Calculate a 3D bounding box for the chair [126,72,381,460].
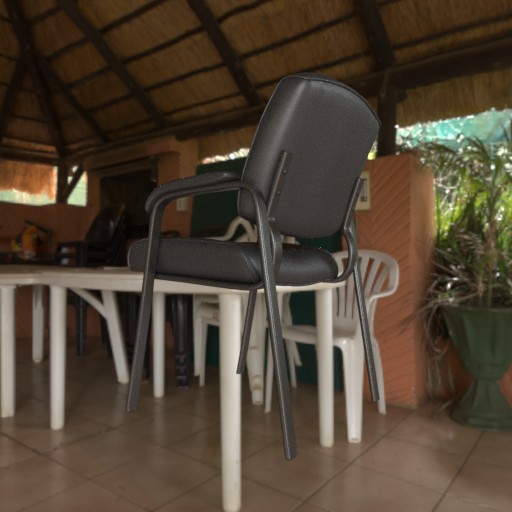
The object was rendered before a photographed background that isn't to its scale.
[{"bbox_3d":[0.000,0.000,1.367,0.668,0.910,0.591,0,-1,36],"label":"chair"}]
